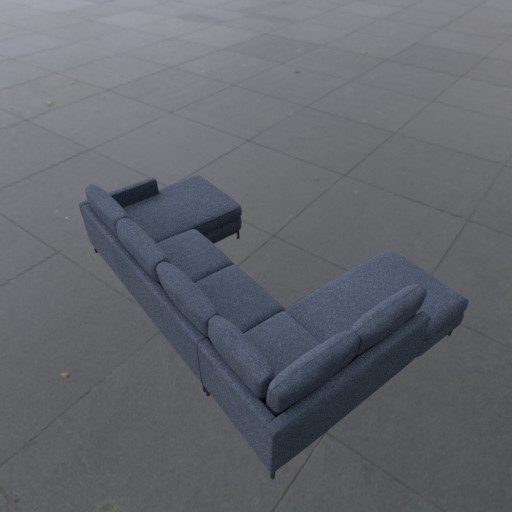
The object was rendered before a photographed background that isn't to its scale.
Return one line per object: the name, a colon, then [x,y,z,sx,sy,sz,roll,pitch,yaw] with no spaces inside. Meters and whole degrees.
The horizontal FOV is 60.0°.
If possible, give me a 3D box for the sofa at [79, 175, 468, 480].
sofa: [0.000,0.000,3.889,2.007,0.813,2.956,-27,47,-28]
